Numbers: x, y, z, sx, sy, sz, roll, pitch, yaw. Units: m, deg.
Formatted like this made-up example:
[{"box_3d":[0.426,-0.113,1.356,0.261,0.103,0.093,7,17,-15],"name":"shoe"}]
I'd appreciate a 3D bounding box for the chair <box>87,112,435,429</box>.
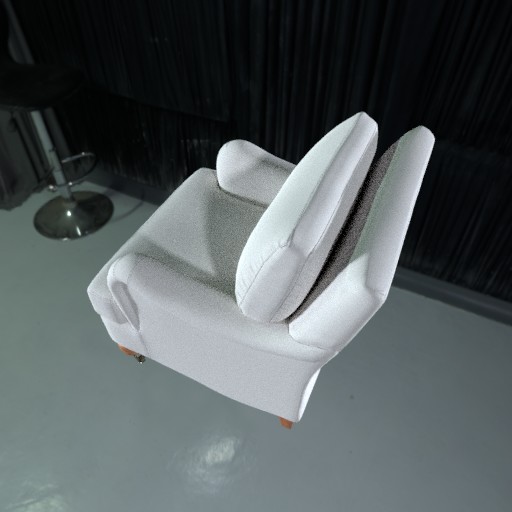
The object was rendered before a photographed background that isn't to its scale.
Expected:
[{"box_3d":[0.000,0.000,1.824,1.070,1.038,0.955,17,48,17],"name":"chair"}]
